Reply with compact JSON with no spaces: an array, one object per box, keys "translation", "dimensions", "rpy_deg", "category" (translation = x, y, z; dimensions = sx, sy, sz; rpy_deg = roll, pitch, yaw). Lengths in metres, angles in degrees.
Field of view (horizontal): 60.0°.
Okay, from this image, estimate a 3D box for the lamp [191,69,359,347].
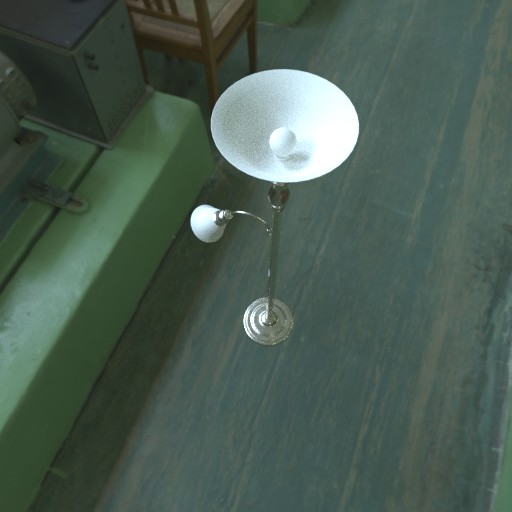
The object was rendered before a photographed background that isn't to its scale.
[{"translation":[0.000,0.000,2.029],"dimensions":[0.575,1.785,0.405],"rpy_deg":[18,65,9],"category":"lamp"}]
